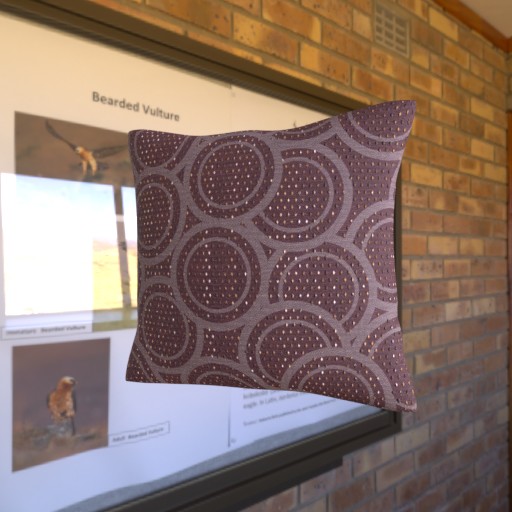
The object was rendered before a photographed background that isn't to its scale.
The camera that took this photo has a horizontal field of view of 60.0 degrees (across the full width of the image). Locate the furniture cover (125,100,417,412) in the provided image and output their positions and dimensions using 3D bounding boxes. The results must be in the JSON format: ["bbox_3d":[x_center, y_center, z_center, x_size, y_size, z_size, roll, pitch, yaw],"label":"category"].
[{"bbox_3d":[0.000,0.000,0.808,0.552,0.509,0.193,0,-1,19],"label":"furniture cover"}]
